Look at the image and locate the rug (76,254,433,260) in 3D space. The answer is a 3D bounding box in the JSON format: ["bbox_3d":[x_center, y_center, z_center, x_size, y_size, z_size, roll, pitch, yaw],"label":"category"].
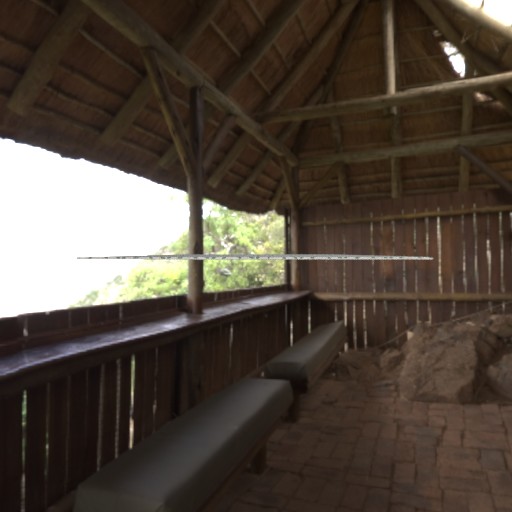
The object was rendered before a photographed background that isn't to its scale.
[{"bbox_3d":[0.000,0.000,3.093,1.517,0.011,2.435,0,0,0],"label":"rug"}]
